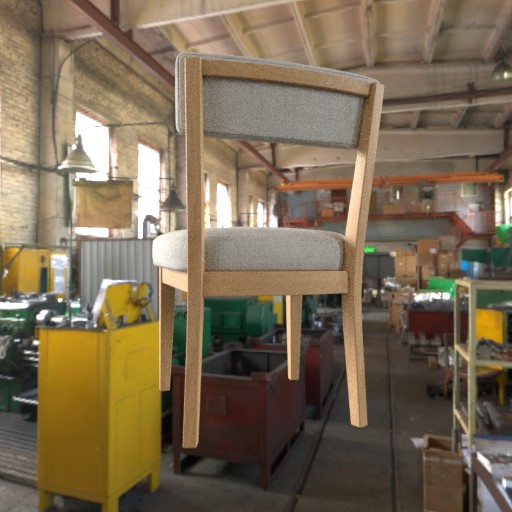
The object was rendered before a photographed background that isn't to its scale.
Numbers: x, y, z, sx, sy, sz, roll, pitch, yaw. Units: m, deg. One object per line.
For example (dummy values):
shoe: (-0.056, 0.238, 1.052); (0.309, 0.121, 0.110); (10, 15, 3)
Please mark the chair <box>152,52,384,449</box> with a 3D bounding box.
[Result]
chair: (0.000, 0.000, 1.188); (0.508, 0.832, 0.572); (0, -1, -17)
